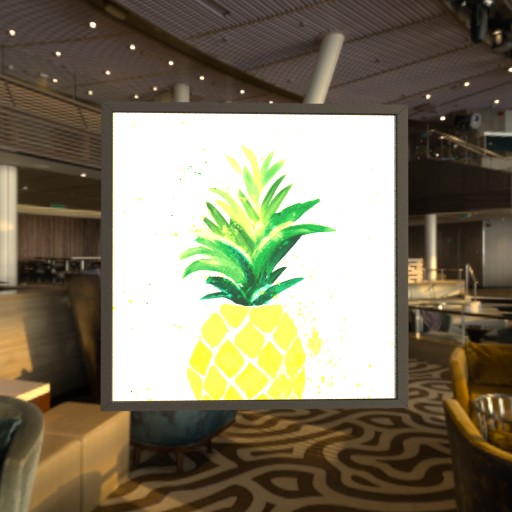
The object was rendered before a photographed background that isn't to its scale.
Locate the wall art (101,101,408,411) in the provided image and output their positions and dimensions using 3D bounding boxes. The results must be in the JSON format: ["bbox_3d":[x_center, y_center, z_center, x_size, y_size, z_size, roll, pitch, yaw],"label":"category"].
[{"bbox_3d":[0.000,0.000,0.749,0.508,0.507,0.033,0,0,-2],"label":"wall art"}]
